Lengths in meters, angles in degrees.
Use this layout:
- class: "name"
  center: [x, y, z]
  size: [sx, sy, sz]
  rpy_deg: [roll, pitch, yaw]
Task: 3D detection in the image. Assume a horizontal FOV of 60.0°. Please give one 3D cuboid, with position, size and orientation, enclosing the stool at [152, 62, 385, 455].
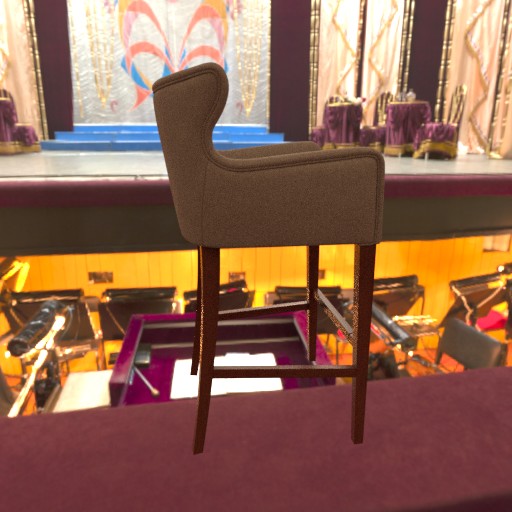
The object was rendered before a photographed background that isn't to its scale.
- class: "stool"
  center: [0.000, 0.000, 1.389]
  size: [0.575, 1.047, 0.575]
  rpy_deg: [-3, 16, -9]
